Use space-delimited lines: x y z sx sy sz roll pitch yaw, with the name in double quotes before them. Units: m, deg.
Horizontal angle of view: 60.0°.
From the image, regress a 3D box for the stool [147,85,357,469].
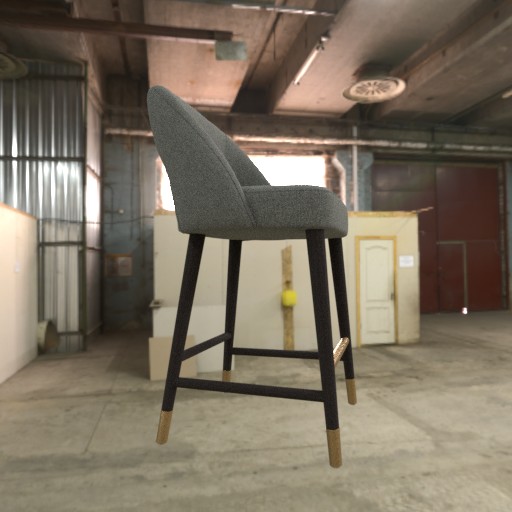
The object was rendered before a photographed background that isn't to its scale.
"stool" 0.000 0.000 1.253 0.524 0.925 0.536 0 -1 17
